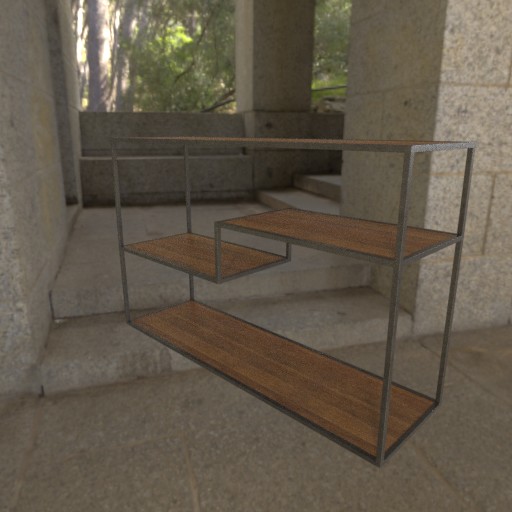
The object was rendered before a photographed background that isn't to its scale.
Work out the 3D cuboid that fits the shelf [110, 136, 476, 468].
[{"bbox_3d":[0.000,0.000,1.501,1.201,0.765,0.361,15,22,42],"label":"shelf"}]
